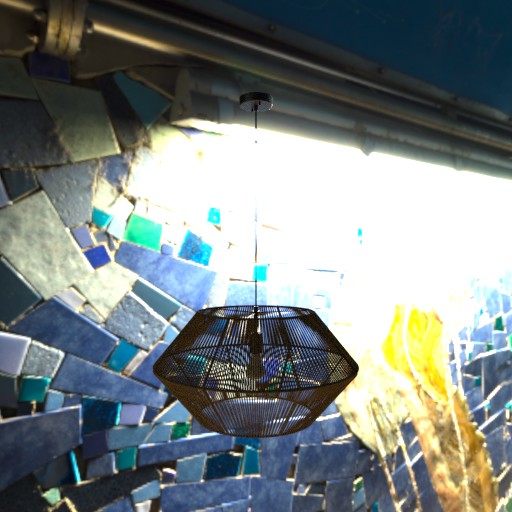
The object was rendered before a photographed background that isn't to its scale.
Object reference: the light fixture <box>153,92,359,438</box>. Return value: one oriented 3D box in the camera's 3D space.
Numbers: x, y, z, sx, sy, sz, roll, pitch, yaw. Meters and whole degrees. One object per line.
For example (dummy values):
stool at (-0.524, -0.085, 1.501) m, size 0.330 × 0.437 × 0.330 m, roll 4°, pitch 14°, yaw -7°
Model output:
light fixture at (0.000, 0.000, 1.411) m, size 0.643 × 1.009 × 0.643 m, roll 0°, pitch -1°, yaw 0°
